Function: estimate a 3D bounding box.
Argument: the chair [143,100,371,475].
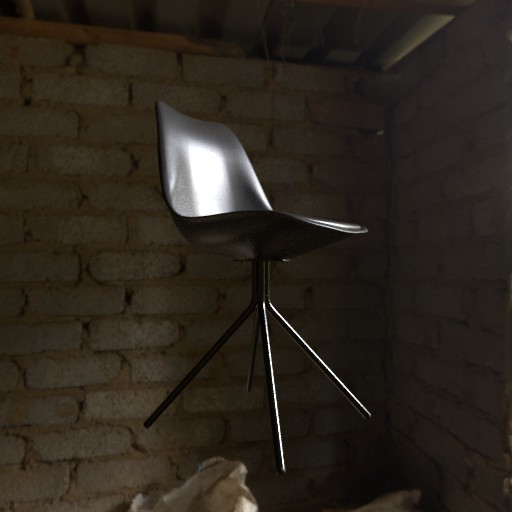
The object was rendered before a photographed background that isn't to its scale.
[{"bbox_3d":[0.000,0.000,1.143,0.525,0.850,0.461,-1,-2,38],"label":"chair"}]
